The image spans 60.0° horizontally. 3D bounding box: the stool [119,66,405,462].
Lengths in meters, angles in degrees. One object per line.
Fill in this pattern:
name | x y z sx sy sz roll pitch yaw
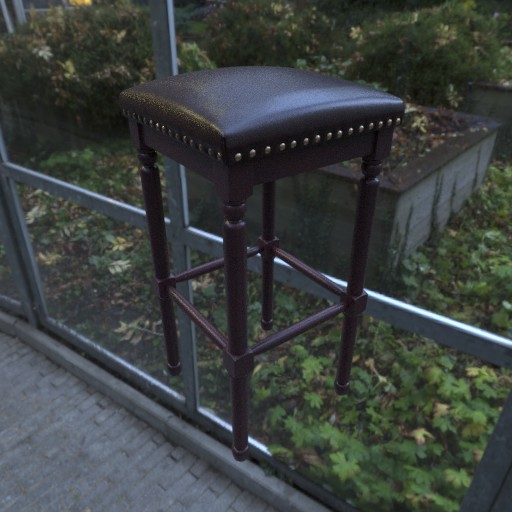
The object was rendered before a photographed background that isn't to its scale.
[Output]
stool | 0.000 0.000 0.979 0.383 0.768 0.382 -20 36 -31
